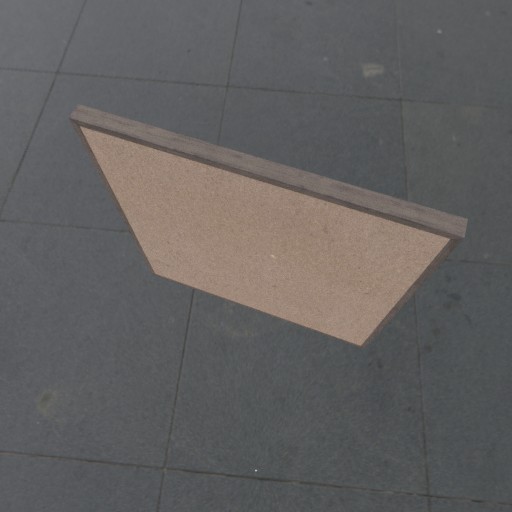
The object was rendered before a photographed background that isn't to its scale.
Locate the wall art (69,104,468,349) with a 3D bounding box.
[{"bbox_3d":[0.000,0.000,1.153,0.762,0.762,0.038,18,66,9],"label":"wall art"}]
